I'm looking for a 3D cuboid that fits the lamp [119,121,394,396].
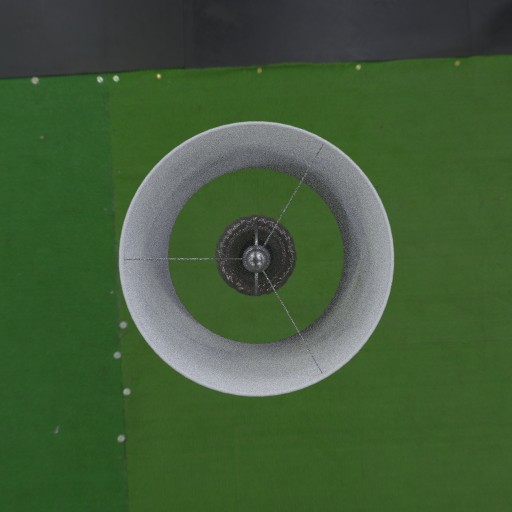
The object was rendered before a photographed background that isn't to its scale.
[{"bbox_3d":[0.000,0.000,0.514,0.203,0.389,0.203,0,91,0],"label":"lamp"}]
